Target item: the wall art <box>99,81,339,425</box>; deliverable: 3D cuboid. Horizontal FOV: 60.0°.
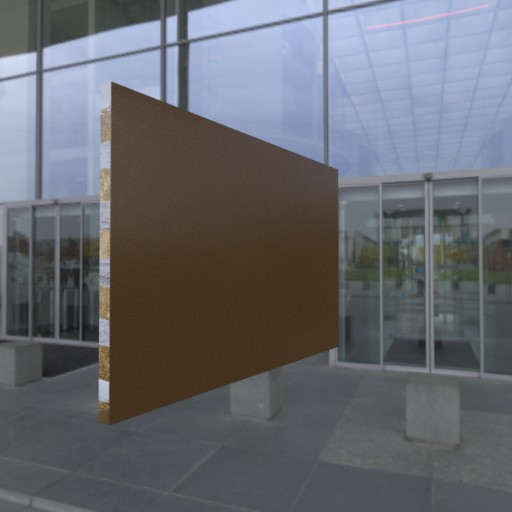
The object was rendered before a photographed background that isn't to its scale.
[{"bbox_3d":[0.000,0.000,1.453,0.041,0.762,1.145,-1,-1,36],"label":"wall art"}]
